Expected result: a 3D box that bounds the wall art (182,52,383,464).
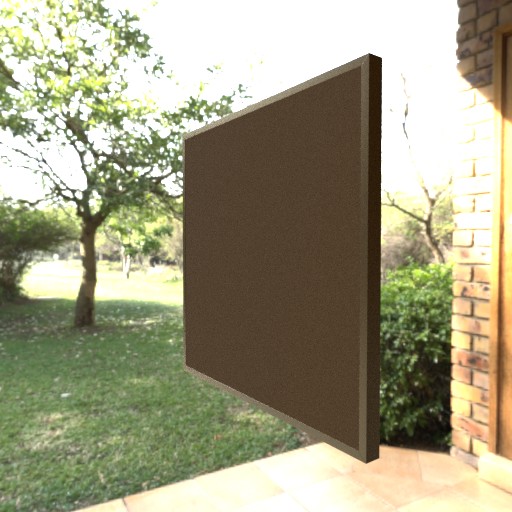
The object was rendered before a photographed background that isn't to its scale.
[{"bbox_3d":[0.000,0.000,1.140,0.038,0.762,0.762,-1,2,-36],"label":"wall art"}]
